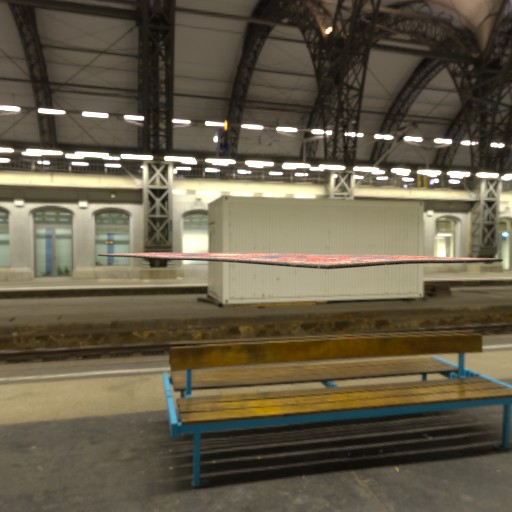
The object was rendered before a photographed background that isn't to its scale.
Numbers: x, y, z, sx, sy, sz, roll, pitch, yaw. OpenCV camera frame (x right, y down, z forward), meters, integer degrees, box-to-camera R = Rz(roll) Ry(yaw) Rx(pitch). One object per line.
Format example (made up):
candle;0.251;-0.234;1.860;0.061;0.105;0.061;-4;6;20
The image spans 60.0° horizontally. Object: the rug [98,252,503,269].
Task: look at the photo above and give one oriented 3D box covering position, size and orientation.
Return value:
rug;0.000;0.000;3.475;1.522;0.034;3.032;-1;2;-37
